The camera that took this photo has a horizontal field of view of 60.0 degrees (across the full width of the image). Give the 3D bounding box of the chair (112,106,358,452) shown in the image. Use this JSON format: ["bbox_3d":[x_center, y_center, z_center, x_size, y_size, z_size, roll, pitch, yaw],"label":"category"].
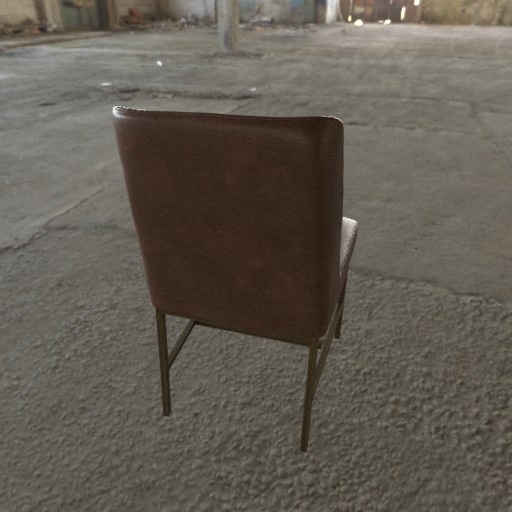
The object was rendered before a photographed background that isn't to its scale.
[{"bbox_3d":[0.000,0.000,1.230,0.508,0.889,0.587,9,31,15],"label":"chair"}]
